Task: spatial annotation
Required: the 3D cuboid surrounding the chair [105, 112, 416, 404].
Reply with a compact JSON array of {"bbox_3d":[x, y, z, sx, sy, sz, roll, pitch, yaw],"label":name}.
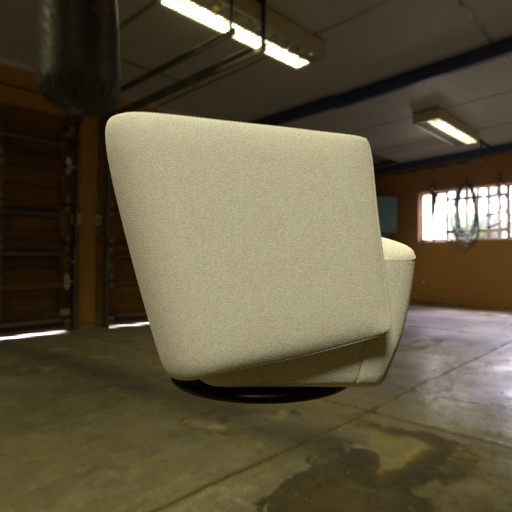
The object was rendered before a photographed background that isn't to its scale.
[{"bbox_3d":[0.000,0.000,1.586,0.986,0.861,0.822,0,-1,-1],"label":"chair"}]
